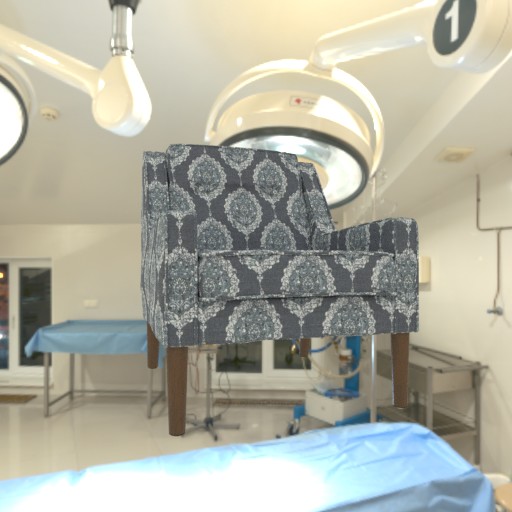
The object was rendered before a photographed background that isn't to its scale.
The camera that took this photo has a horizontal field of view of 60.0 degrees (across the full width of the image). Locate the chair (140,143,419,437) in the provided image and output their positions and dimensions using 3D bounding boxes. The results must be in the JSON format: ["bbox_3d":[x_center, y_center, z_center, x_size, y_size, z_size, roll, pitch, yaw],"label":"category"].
[{"bbox_3d":[0.000,0.000,1.364,0.663,0.792,0.743,0,0,-18],"label":"chair"}]
